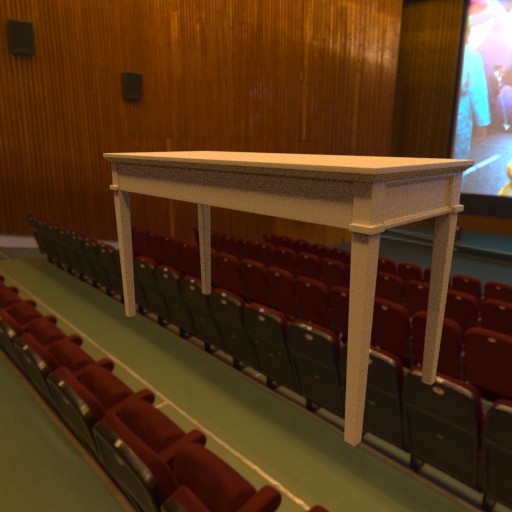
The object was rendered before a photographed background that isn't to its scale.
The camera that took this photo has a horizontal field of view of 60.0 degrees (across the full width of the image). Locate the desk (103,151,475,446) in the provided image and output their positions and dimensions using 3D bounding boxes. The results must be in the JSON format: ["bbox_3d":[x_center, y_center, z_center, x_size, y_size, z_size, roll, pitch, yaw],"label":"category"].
[{"bbox_3d":[0.000,0.000,1.760,0.559,0.774,1.372,-14,20,-42],"label":"desk"}]
